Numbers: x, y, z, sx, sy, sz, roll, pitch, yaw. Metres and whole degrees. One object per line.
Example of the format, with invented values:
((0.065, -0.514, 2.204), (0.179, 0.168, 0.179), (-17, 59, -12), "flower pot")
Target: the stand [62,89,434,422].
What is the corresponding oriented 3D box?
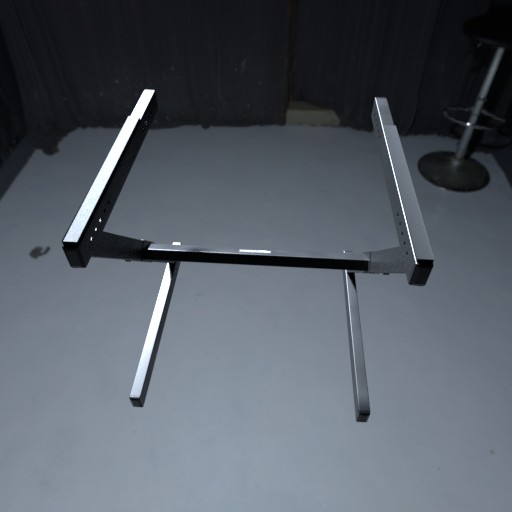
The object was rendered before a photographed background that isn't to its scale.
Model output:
((0.000, 0.000, 1.155), (0.700, 0.617, 0.586), (3, 46, 3), "stand")
